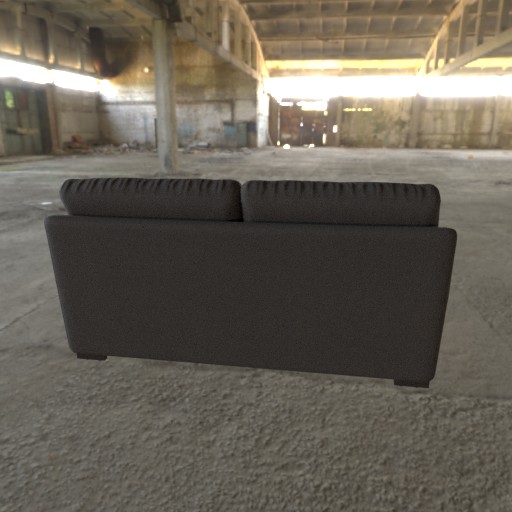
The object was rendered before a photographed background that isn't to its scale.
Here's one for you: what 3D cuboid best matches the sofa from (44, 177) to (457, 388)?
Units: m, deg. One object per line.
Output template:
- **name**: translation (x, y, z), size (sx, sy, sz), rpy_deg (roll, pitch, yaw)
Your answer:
- **sofa**: translation (0.000, 0.000, 2.507), size (1.880, 0.940, 1.143), rpy_deg (3, 16, 9)
